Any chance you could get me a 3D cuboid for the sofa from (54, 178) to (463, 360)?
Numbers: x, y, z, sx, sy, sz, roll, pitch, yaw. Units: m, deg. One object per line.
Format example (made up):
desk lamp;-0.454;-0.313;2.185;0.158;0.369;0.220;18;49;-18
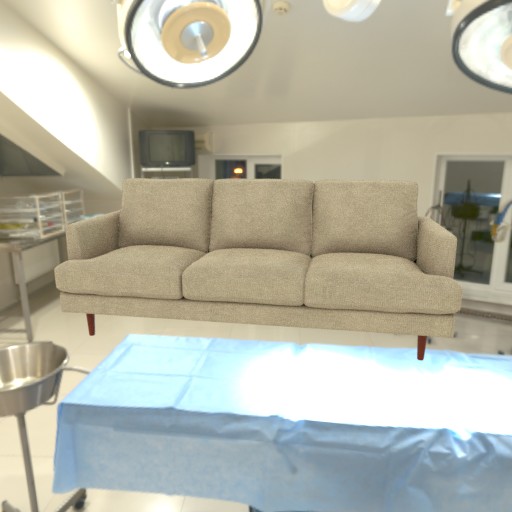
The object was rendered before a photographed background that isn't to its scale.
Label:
sofa;0.000;0.000;2.787;2.246;0.930;0.903;2;13;10
